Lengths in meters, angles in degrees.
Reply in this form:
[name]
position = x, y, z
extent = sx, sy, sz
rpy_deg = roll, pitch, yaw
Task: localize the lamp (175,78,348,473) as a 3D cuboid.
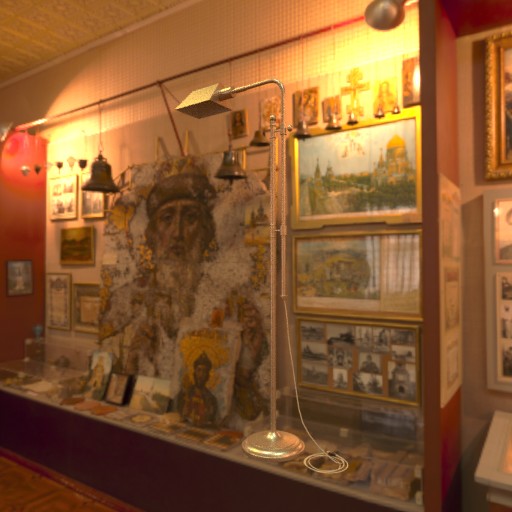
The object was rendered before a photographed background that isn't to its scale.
[lamp]
position = 0.000, 0.000, 1.875
extent = 0.813, 1.571, 0.256
rpy_deg = -1, -2, 36
